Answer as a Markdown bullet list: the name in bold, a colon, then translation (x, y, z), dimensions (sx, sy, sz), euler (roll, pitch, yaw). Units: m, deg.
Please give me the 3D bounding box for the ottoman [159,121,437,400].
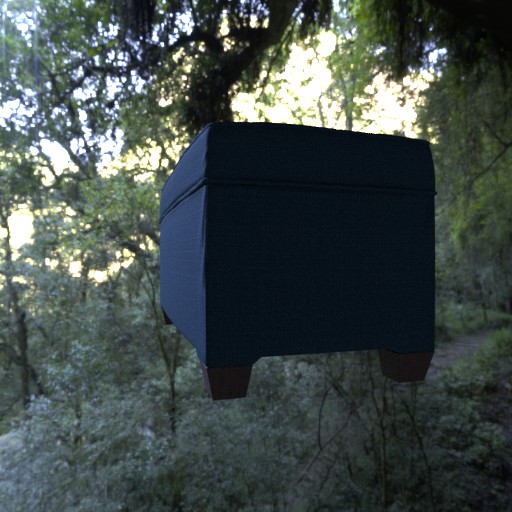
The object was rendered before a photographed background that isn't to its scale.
- **ottoman**: translation (0.000, 0.000, 1.209), dimensions (0.474, 0.474, 0.943), euler (0, 0, -17)
